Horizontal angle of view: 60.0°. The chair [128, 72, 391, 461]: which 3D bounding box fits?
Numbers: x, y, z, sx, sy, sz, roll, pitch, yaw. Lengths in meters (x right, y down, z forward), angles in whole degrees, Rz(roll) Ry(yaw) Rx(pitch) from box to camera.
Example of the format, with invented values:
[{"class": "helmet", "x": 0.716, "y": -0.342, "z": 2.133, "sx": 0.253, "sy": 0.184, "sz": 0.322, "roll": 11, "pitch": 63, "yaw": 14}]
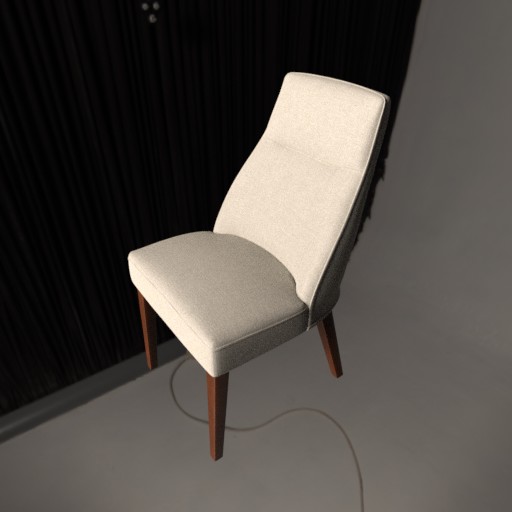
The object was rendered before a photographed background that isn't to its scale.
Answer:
[{"class": "chair", "x": 0.000, "y": 0.000, "z": 1.315, "sx": 0.620, "sy": 0.930, "sz": 0.500, "roll": -22, "pitch": 39, "yaw": -30}]
